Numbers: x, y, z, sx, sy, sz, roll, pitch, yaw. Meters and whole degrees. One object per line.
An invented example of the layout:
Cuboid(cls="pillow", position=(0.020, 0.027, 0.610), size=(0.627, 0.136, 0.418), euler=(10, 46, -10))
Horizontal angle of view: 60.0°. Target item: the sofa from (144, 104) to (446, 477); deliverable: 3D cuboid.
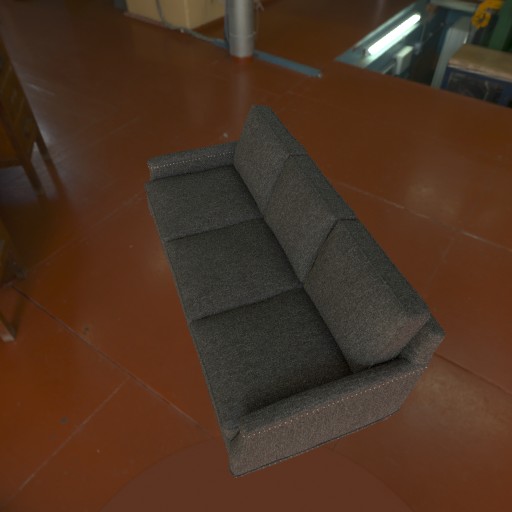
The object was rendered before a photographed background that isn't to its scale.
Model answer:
Cuboid(cls="sofa", position=(0.000, 0.000, 2.846), size=(1.084, 1.003, 2.246), euler=(-15, 48, -14))
